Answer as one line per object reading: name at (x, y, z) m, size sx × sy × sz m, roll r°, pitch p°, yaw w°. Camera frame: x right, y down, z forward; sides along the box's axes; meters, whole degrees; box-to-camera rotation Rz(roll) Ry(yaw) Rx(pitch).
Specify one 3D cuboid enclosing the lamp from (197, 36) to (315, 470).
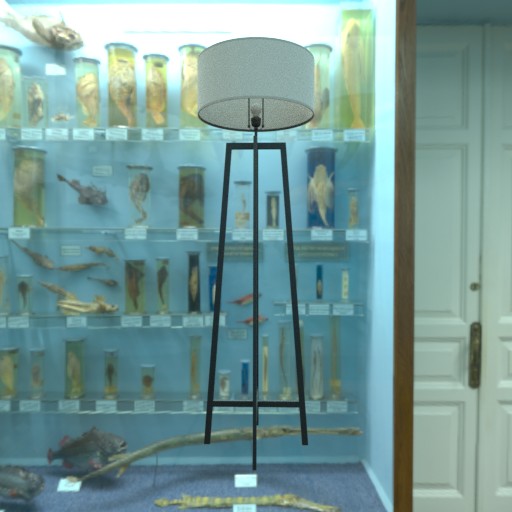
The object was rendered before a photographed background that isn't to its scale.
lamp at (0.000, 0.000, 1.761) m, size 0.457 × 1.510 × 0.456 m, roll 0°, pitch 1°, yaw 1°
